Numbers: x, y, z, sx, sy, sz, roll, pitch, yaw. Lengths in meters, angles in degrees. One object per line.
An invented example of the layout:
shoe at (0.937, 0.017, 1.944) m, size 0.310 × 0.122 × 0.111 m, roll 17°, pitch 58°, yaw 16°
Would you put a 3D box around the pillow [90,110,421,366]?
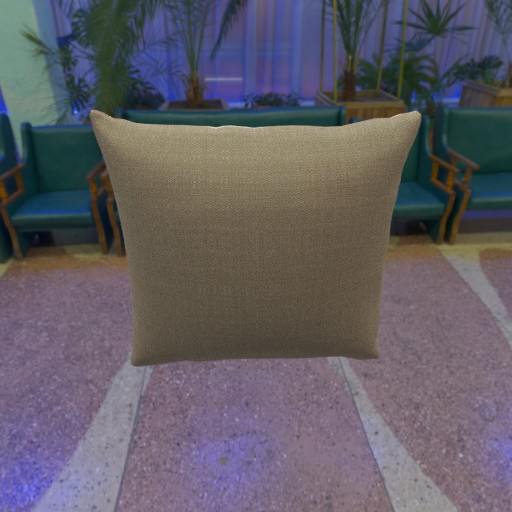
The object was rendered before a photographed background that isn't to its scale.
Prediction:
pillow at (0.000, 0.000, 0.806) m, size 0.521 × 0.519 × 0.215 m, roll -1°, pitch 30°, yaw -2°
